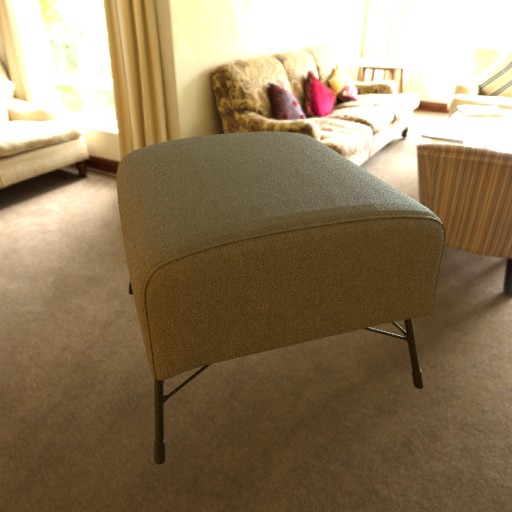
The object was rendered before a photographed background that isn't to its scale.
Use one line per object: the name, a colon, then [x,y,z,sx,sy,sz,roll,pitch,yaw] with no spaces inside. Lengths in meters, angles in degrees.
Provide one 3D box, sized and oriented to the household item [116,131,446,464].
household item: [0.000,0.000,0.917,0.530,0.410,0.530,-10,32,-16]
